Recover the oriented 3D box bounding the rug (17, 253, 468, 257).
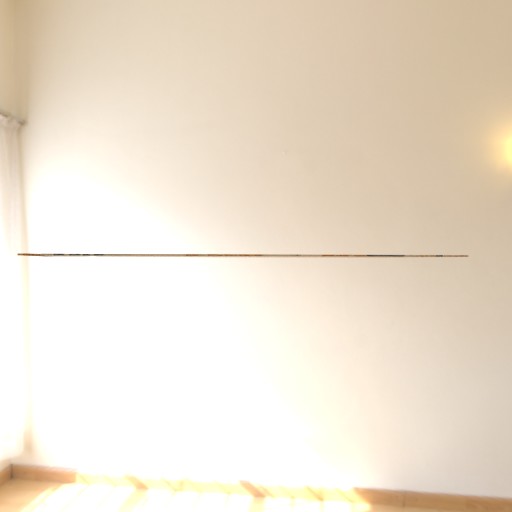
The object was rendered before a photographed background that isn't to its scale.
[{"bbox_3d":[0.000,0.000,2.667,2.437,0.010,0.783,0,-1,-17],"label":"rug"}]
